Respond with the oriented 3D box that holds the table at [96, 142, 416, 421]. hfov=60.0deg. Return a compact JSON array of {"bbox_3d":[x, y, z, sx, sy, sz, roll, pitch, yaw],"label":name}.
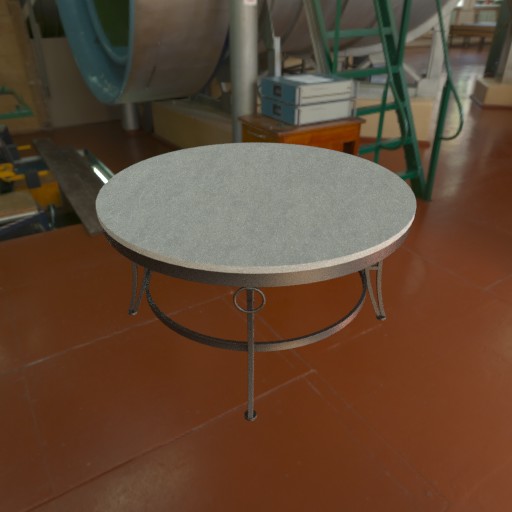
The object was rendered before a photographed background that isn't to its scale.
[{"bbox_3d":[0.000,0.000,1.405,0.889,0.470,0.889,0,30,0],"label":"table"}]
